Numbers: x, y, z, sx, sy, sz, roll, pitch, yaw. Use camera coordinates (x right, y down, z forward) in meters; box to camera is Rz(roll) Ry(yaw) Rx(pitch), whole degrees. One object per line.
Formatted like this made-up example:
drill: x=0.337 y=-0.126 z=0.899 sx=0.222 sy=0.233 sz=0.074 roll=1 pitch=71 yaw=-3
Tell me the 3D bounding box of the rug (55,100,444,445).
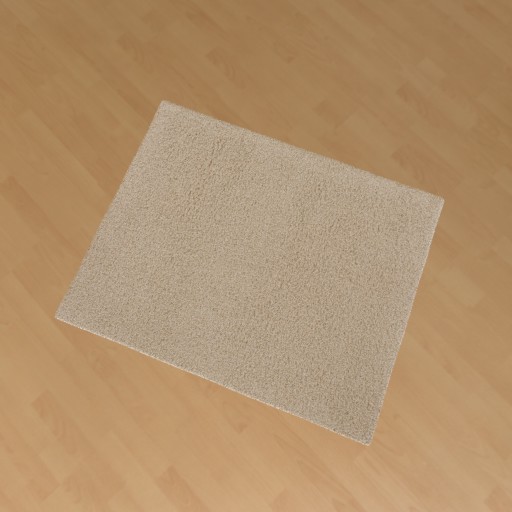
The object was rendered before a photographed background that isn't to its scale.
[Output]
rug: x=0.000 y=0.000 z=4.224 sx=3.047 sy=0.029 sz=2.438 roll=21 pitch=77 yaw=5
